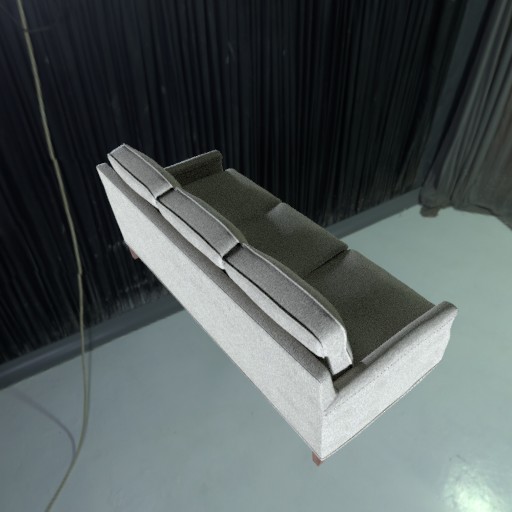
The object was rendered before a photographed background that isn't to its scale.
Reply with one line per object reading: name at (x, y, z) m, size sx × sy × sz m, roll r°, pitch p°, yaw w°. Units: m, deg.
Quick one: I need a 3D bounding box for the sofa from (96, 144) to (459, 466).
sofa at (0.000, 0.000, 2.821) m, size 1.084 × 1.003 × 2.246 m, roll -27°, pitch 47°, yaw -28°
